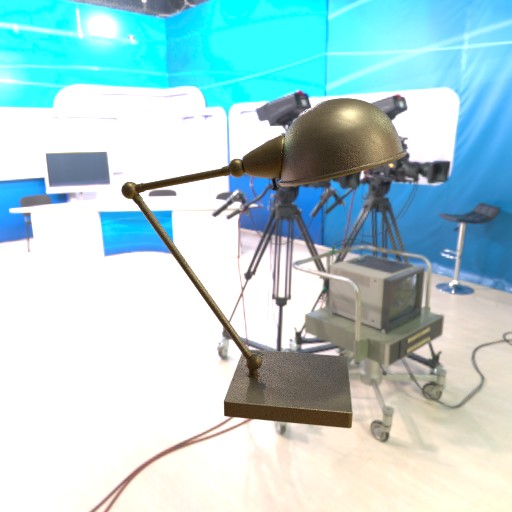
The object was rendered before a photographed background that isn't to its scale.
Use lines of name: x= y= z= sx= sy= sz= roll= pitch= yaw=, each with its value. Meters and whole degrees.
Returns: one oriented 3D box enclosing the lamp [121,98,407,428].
lamp: x=0.000 y=0.000 z=0.554 sx=0.339 sy=0.371 sz=0.149 roll=2 pitch=16 yaw=8
